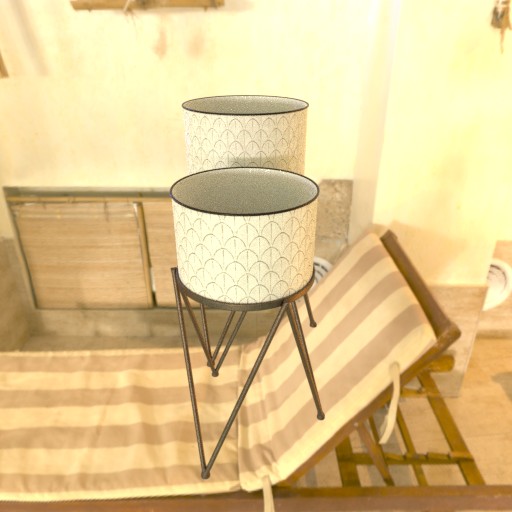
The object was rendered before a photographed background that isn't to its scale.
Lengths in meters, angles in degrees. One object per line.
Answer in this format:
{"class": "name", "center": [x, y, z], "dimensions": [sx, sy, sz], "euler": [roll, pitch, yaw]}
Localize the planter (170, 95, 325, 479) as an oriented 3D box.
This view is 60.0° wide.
{"class": "planter", "center": [0.000, 0.000, 1.159], "dimensions": [0.413, 0.712, 0.769], "euler": [0, 27, -1]}
